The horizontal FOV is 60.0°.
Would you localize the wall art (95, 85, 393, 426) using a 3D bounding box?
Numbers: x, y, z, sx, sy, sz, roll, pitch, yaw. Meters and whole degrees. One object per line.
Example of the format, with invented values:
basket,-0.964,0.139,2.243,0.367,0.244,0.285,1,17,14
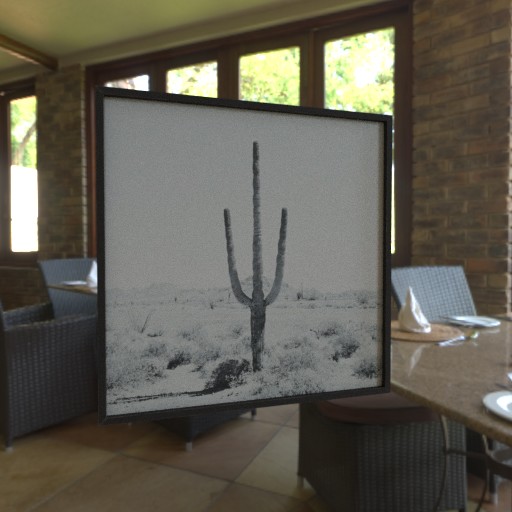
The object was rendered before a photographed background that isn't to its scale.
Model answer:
wall art,0.000,0.000,0.754,0.508,0.508,0.038,0,2,-17
